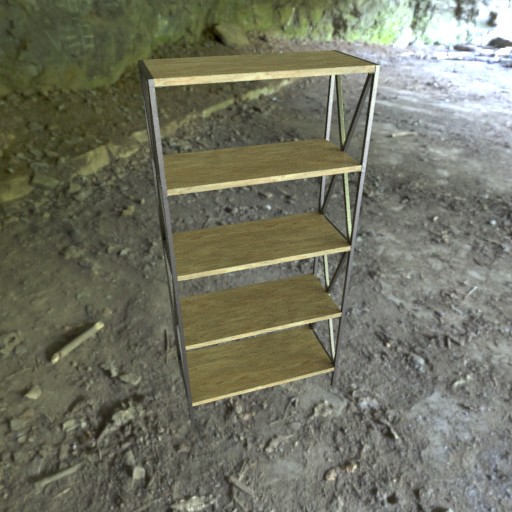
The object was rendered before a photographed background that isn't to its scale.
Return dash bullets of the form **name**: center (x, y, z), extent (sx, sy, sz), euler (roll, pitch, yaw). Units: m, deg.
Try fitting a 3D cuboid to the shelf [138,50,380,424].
- **shelf**: center (0.000, 0.000, 2.224), extent (0.874, 1.803, 0.386), euler (-10, 34, -15)
